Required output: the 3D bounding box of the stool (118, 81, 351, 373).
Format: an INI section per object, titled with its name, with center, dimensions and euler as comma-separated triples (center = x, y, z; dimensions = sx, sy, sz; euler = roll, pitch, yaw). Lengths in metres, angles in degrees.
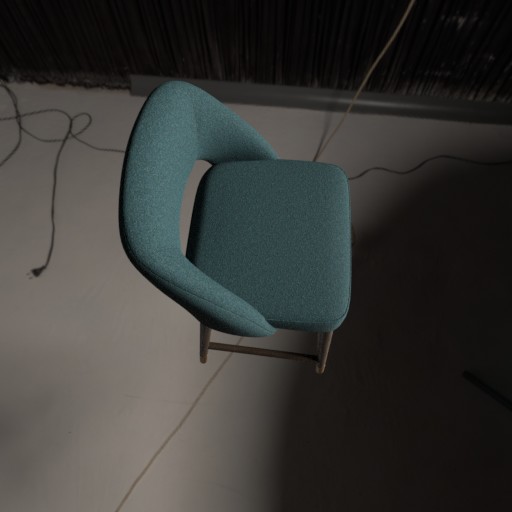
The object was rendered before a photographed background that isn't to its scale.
[stool]
center = 0.000, 0.000, 1.275
dimensions = 0.522, 0.939, 0.536
euler = 4, 65, 2
